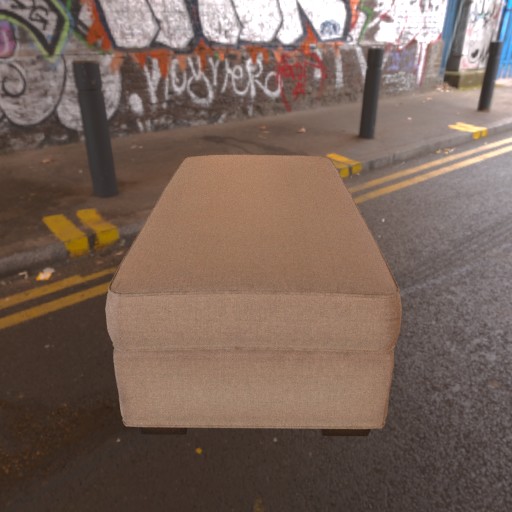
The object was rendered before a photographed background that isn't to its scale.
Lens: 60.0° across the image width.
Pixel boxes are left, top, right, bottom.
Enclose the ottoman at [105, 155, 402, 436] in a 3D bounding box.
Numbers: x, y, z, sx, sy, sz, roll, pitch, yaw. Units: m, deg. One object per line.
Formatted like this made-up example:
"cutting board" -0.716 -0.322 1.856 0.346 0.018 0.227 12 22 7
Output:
"ottoman" 0.000 0.000 1.433 0.617 0.448 1.097 0 27 1
